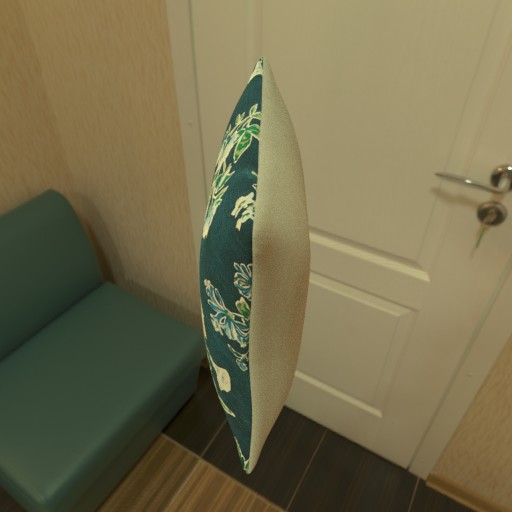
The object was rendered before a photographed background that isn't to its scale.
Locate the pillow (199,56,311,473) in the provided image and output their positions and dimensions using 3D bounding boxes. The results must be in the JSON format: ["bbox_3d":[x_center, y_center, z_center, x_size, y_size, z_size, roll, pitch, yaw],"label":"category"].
[{"bbox_3d":[0.000,0.000,0.767,0.166,0.508,0.525,1,41,1],"label":"pillow"}]
